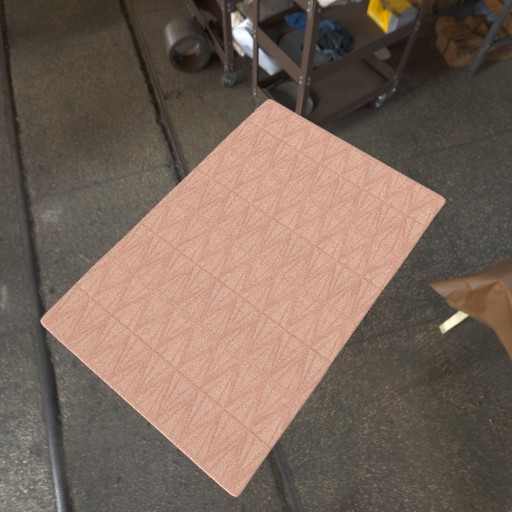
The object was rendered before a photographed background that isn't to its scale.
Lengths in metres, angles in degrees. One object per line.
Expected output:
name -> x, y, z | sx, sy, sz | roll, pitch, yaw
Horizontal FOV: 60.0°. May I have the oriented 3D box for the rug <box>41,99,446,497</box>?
rug -> 0.000, 0.000, 2.969 | 1.609, 0.015, 2.390 | 35, 69, 16
